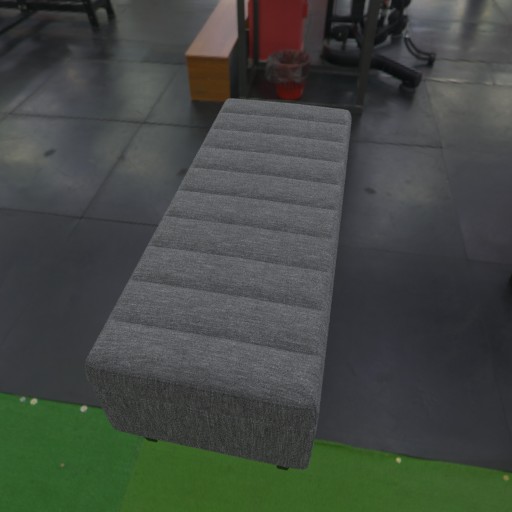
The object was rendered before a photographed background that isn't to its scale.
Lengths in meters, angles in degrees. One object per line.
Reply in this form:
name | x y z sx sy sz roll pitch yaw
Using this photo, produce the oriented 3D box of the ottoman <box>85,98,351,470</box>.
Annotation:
ottoman | 0.000 0.000 1.372 0.482 0.469 1.151 8 46 8
